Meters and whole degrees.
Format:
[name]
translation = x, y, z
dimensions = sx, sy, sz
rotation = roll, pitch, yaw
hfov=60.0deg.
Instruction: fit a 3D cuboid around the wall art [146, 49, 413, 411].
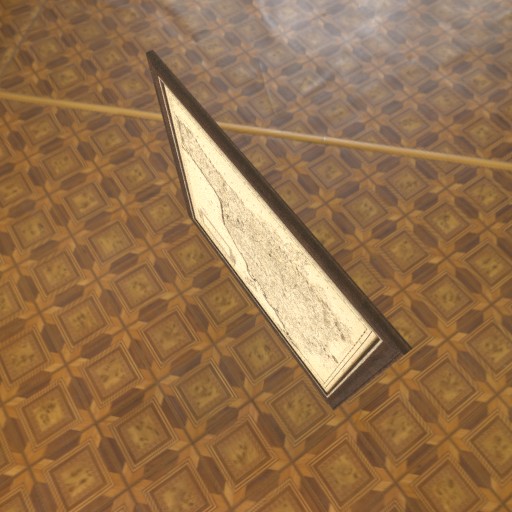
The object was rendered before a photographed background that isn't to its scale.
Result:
[wall art]
translation = 0.000, 0.000, 1.444
dimensions = 0.023, 0.875, 1.033
rotation = -32, 68, -15
